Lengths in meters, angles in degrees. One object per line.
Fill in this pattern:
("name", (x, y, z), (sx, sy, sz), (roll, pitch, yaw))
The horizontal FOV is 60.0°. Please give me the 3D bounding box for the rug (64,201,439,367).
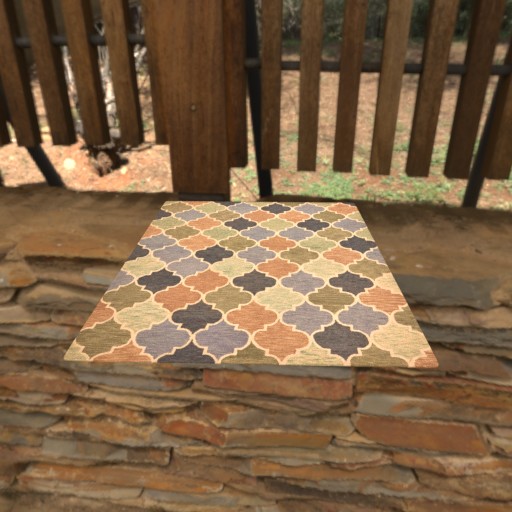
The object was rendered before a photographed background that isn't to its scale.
("rug", (0.000, 0.000, 4.294), (2.439, 0.013, 3.200), (1, 26, 1))
